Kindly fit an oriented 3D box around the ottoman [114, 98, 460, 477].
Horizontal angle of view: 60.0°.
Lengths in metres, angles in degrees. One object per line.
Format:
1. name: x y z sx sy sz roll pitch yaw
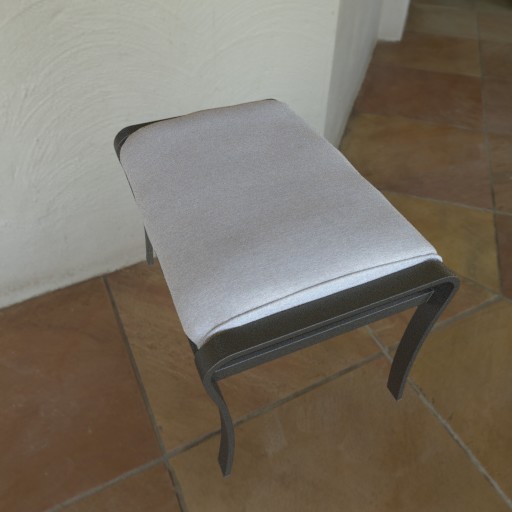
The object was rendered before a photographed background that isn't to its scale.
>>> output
1. ottoman: 0.000 0.000 0.902 0.406 0.422 0.610 -17 47 -16
